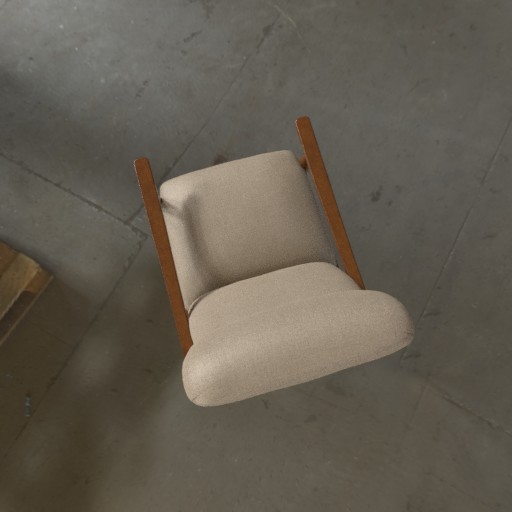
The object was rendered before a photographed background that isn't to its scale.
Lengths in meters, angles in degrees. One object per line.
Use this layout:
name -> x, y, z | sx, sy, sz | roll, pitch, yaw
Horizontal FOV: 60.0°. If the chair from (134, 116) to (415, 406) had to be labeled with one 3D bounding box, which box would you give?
chair -> 0.000, 0.000, 1.805 | 0.762, 1.082, 1.032 | -16, 74, -5
